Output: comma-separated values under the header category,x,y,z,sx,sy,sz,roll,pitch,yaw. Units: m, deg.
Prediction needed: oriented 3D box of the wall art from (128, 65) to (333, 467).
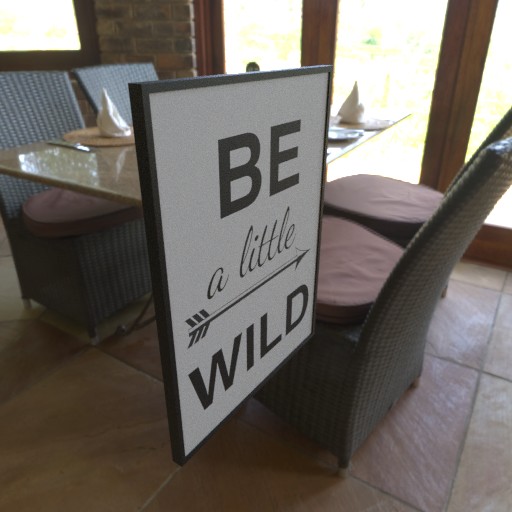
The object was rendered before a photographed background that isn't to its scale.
category,x,y,z,sx,sy,sz,roll,pitch,yaw
wall art,0.000,0.000,1.383,0.038,1.062,0.806,18,31,32
